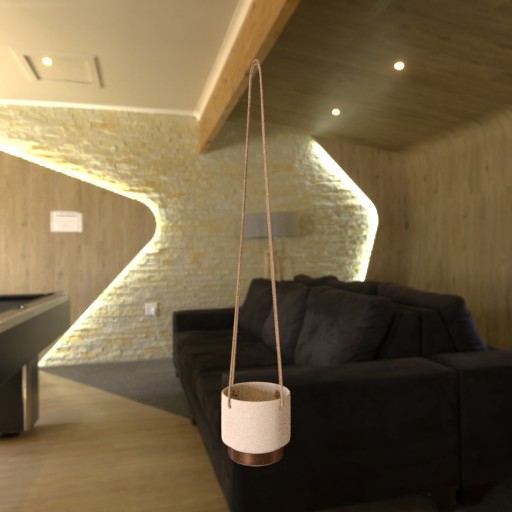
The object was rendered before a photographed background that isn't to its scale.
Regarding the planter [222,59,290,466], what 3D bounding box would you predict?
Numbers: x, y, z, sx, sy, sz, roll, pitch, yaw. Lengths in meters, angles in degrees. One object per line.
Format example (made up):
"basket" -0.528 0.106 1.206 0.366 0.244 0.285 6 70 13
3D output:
"planter" 0.000 0.000 0.947 0.146 0.841 0.146 0 -1 1
